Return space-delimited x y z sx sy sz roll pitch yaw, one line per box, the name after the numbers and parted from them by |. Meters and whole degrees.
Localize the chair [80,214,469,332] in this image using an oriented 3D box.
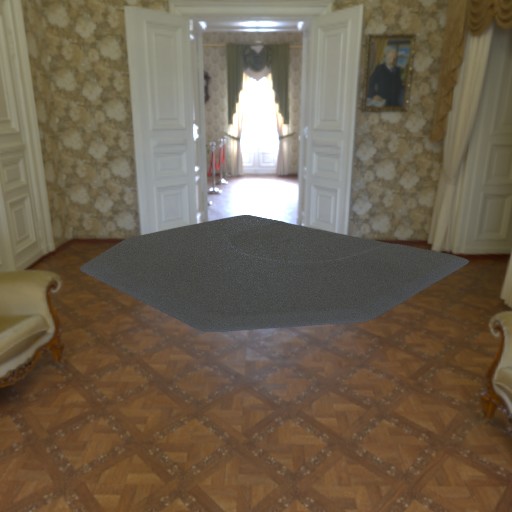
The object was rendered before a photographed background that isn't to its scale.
0.000 0.000 1.909 1.372 0.024 1.219 16 23 42 | chair
